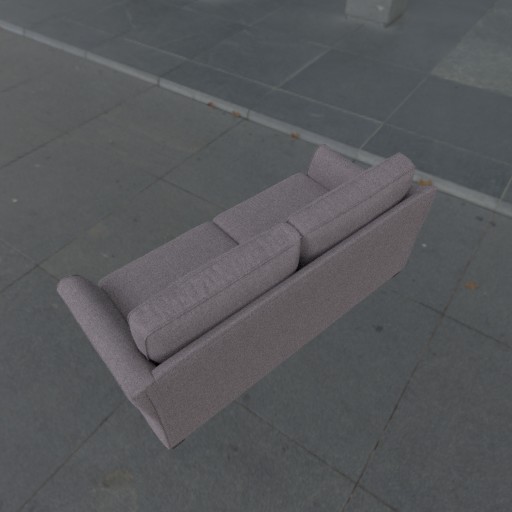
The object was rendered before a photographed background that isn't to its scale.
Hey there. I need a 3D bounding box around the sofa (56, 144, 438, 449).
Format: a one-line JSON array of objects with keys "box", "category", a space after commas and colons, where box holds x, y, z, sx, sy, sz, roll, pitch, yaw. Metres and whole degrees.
[{"box": [0.000, 0.000, 2.797, 2.203, 0.976, 1.013, -32, 55, -26], "category": "sofa"}]
